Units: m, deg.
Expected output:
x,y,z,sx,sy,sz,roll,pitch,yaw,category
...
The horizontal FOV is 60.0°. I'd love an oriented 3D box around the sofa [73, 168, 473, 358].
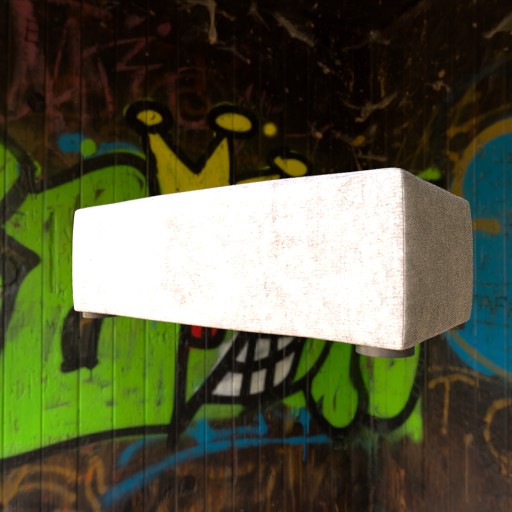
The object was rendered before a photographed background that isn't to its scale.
x,y,z,sx,sy,sz,roll,pitch,yaw,category
0.000,0.000,1.125,0.930,0.330,0.480,-1,-1,37,sofa
